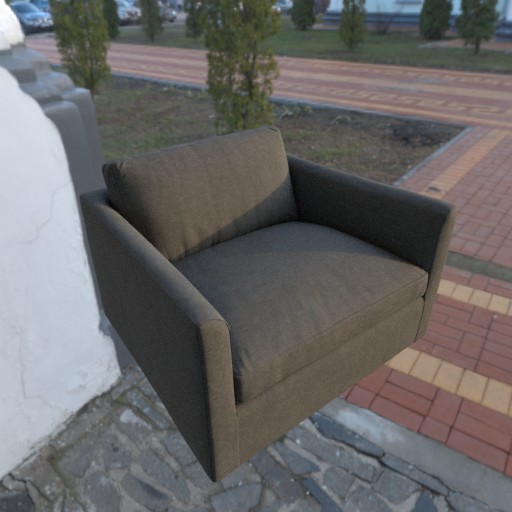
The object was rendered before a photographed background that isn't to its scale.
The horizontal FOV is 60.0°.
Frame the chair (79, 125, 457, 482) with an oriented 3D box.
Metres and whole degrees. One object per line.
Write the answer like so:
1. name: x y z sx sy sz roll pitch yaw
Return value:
1. chair: 0.000 0.000 1.869 1.190 0.845 1.091 -22 37 -33
